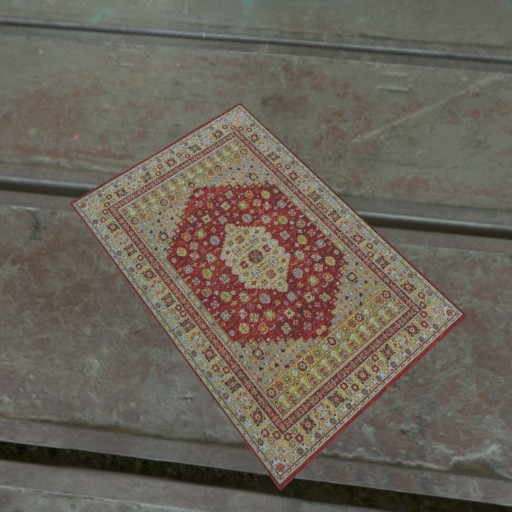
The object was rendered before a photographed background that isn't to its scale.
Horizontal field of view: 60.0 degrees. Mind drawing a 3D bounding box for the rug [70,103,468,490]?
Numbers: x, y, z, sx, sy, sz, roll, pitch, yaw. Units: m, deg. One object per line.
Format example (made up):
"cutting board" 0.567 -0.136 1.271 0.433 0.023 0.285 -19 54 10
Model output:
"rug" 0.000 0.000 2.299 1.194 0.013 1.802 -36 69 -16
